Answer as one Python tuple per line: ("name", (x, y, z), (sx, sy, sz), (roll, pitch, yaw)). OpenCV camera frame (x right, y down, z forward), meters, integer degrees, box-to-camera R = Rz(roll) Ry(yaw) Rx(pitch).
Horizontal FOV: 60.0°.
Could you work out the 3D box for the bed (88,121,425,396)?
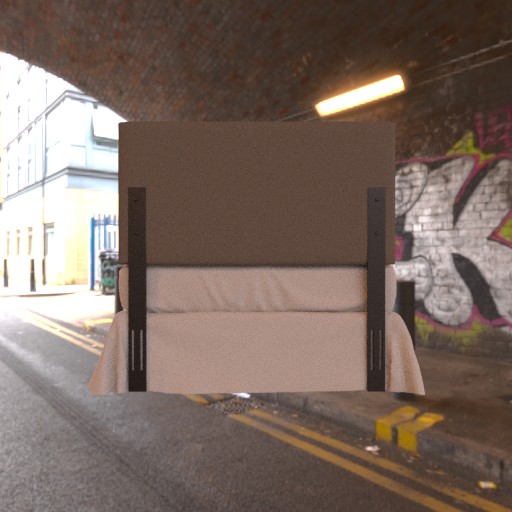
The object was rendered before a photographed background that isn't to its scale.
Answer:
("bed", (0.000, 0.000, 3.595), (1.936, 1.577, 2.222), (0, 0, 0))
